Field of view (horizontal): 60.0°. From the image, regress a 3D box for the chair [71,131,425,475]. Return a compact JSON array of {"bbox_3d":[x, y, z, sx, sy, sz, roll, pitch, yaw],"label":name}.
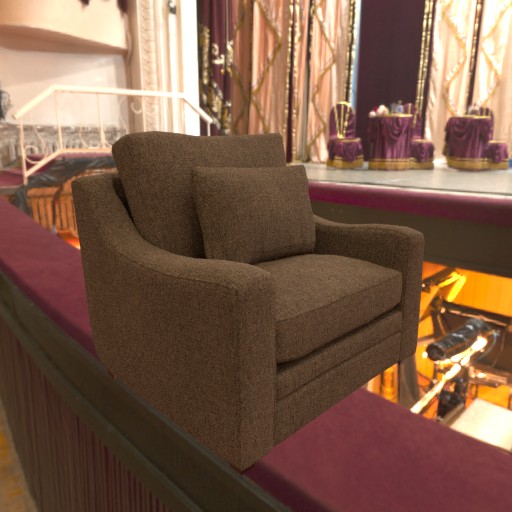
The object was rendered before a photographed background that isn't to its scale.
[{"bbox_3d":[0.000,0.000,1.892,1.138,1.037,1.009,-13,19,-43],"label":"chair"}]
